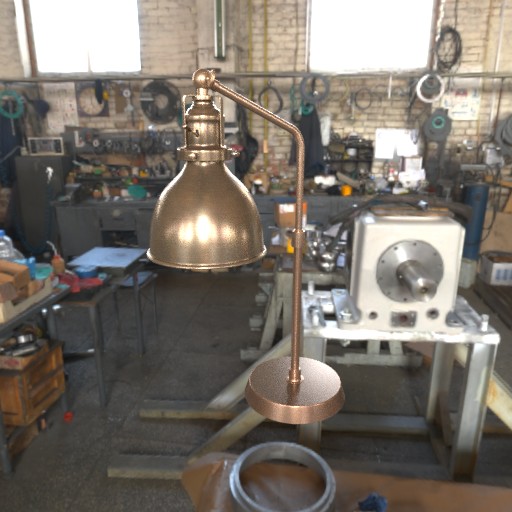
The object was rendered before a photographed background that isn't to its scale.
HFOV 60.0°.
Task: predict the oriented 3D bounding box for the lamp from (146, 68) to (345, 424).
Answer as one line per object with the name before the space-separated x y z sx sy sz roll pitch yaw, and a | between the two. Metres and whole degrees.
lamp | 0.000 0.000 0.591 0.286 0.456 0.153 -8 18 -26
